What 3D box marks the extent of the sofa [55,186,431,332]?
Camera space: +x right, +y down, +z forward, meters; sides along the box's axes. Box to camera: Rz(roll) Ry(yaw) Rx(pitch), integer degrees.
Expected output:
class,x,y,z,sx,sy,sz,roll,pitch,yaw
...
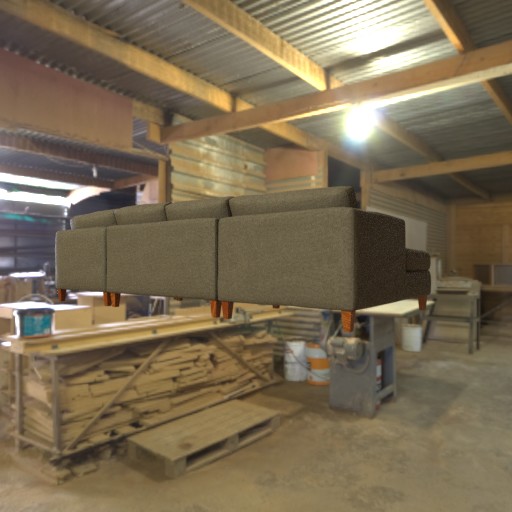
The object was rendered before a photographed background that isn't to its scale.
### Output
class,x,y,z,sx,sy,sz,roll,pitch,yaw
sofa,0.000,0.000,4.683,3.460,0.961,2.594,0,-1,37
